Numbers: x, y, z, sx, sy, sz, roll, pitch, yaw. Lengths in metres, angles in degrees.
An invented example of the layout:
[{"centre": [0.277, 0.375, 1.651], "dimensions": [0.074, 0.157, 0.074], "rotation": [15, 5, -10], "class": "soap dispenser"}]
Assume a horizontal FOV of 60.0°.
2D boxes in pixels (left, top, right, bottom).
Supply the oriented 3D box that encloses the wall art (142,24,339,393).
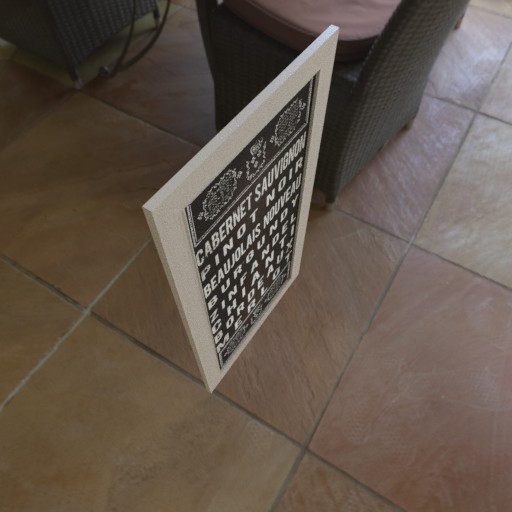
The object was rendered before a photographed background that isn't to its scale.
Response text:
[{"centre": [0.000, 0.000, 0.810], "dimensions": [0.013, 0.683, 0.380], "rotation": [30, 63, 17], "class": "wall art"}]
